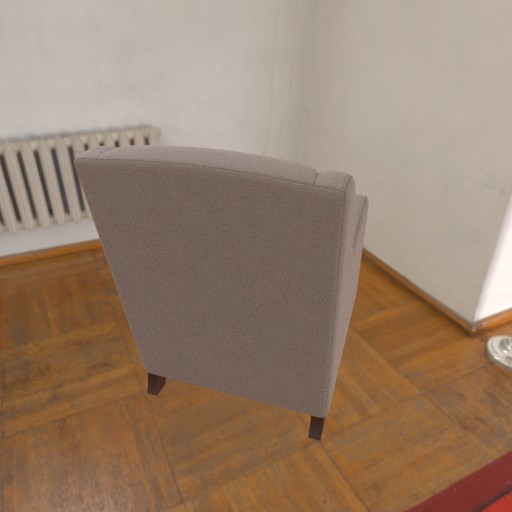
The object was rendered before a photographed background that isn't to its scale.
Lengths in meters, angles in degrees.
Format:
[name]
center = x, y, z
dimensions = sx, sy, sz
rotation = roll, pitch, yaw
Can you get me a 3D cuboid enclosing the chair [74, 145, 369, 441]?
[chair]
center = 0.000, 0.000, 1.641
dimensions = 0.715, 1.017, 0.896
rotation = 10, 32, 16
